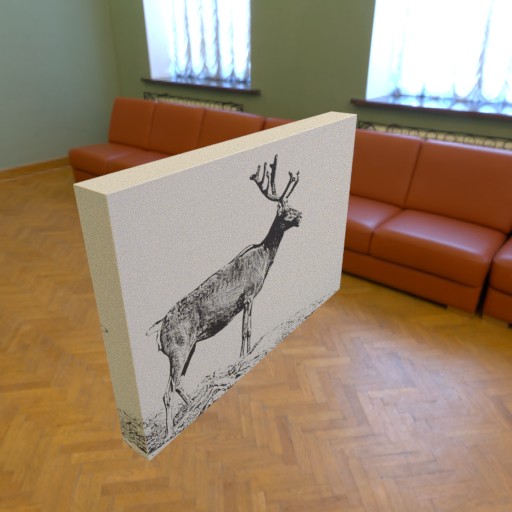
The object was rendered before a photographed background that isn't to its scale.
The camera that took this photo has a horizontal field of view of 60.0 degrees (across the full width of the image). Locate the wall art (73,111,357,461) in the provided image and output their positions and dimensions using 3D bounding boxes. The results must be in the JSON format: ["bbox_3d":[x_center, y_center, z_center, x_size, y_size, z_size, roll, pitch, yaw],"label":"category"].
[{"bbox_3d":[0.000,0.000,0.496,0.038,0.259,0.381,19,33,32],"label":"wall art"}]
